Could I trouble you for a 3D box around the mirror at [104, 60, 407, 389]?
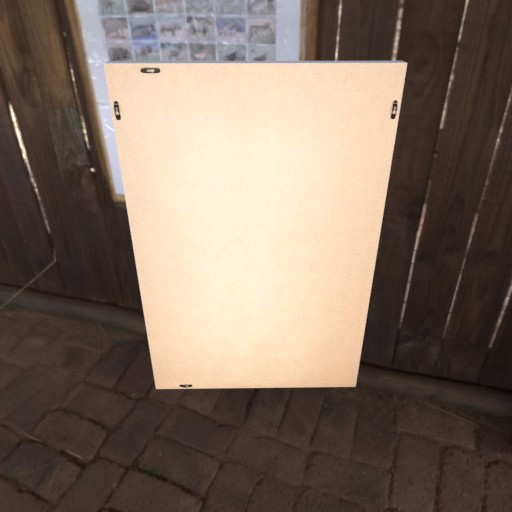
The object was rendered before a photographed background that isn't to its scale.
[{"bbox_3d":[0.000,0.000,1.133,0.609,0.914,0.041,0,30,-1],"label":"mirror"}]
